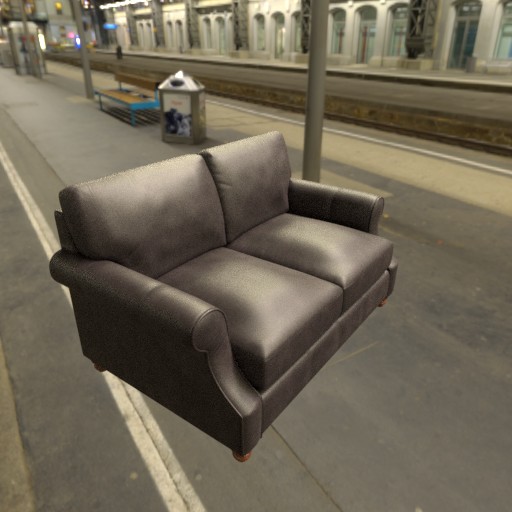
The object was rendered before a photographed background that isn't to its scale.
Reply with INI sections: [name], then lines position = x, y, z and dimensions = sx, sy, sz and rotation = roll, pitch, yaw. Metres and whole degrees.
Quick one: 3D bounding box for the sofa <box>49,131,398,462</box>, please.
[sofa]
position = 0.000, 0.000, 2.292
dimensions = 1.030, 0.979, 1.663
rotation = 18, 31, 32
